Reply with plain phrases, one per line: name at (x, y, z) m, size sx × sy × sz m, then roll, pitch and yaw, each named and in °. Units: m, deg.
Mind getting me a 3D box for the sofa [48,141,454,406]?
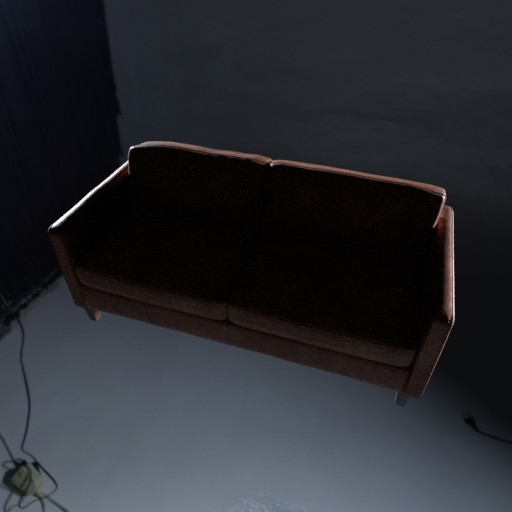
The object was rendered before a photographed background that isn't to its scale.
sofa at (0.000, 0.000, 2.459) m, size 1.971 × 0.863 × 0.923 m, roll 12°, pitch 41°, yaw 14°
